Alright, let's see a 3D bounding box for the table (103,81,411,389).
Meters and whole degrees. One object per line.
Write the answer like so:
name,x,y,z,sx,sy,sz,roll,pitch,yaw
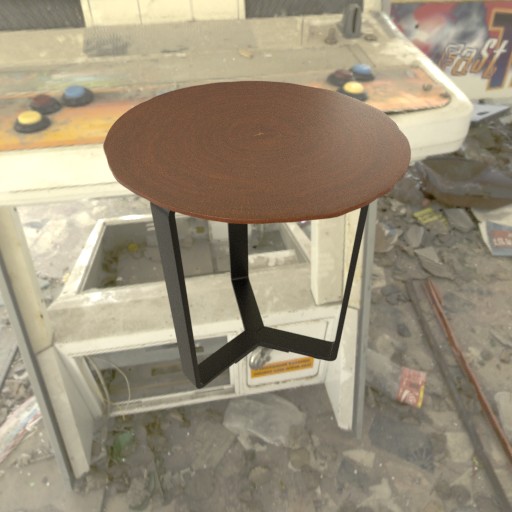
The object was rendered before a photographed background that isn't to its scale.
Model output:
table,0.000,0.000,0.757,0.410,0.450,0.380,11,44,12
